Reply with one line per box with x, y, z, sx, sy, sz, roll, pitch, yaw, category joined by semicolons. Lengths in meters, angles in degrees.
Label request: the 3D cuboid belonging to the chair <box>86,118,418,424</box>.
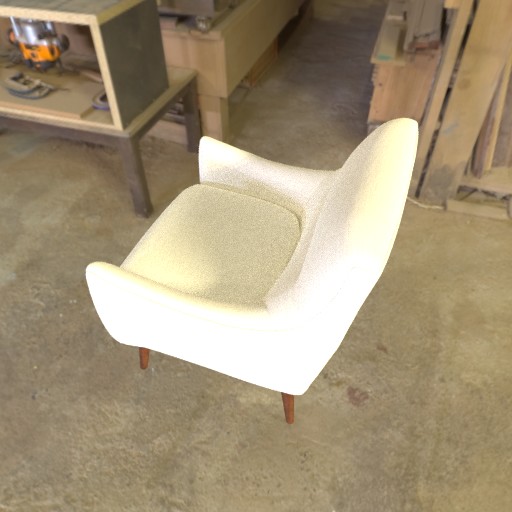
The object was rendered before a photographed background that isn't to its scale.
0.000;0.000;1.432;0.787;0.838;0.762;15;47;15;chair
